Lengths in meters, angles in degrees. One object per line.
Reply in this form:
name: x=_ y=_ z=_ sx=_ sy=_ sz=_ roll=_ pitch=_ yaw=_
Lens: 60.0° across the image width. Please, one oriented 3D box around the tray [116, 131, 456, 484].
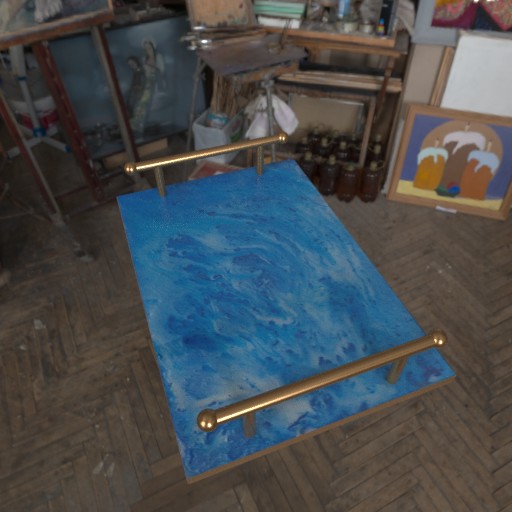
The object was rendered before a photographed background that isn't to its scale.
tray: x=0.000 y=0.000 z=0.571 sx=0.304 sy=0.084 sz=0.444 roll=-15 pitch=48 yaw=-14
